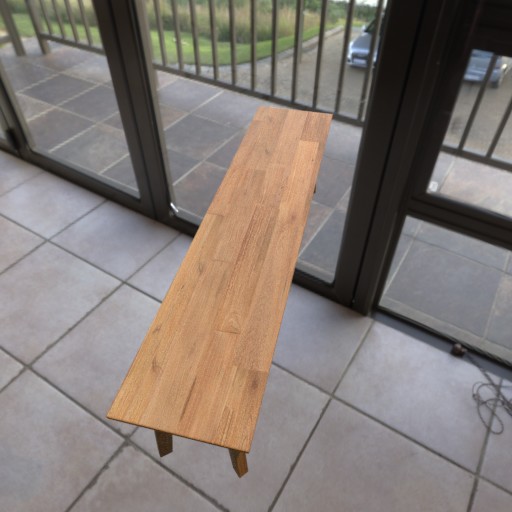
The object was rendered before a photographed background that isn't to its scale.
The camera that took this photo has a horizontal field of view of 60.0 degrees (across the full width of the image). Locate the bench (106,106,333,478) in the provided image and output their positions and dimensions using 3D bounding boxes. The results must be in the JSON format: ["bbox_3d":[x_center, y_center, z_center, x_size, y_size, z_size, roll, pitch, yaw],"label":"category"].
[{"bbox_3d":[0.000,0.000,1.828,0.378,0.431,1.698,10,47,9],"label":"bench"}]
